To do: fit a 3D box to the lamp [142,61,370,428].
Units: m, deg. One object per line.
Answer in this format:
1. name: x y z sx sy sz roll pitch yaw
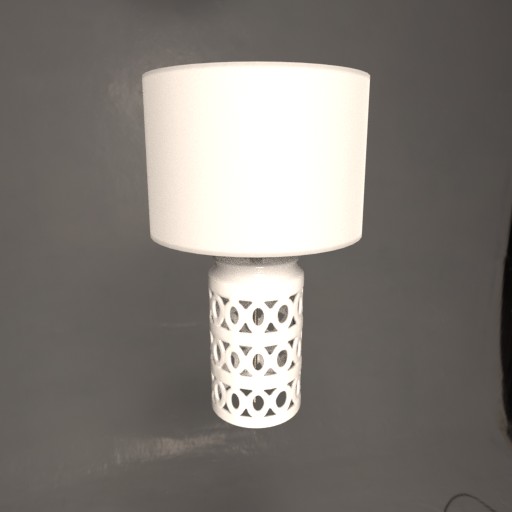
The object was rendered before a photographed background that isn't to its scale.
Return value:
1. lamp: 0.000 0.000 0.676 0.310 0.502 0.310 0 15 0
